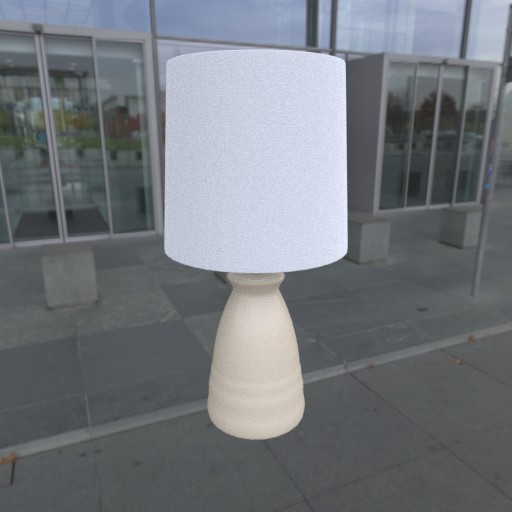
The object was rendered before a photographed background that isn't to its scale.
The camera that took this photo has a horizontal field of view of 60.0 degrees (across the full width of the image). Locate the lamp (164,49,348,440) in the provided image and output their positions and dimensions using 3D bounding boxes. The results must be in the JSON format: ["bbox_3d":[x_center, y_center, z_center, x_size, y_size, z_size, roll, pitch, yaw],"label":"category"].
[{"bbox_3d":[0.000,0.000,0.463,0.186,0.369,0.186,0,16,0],"label":"lamp"}]
